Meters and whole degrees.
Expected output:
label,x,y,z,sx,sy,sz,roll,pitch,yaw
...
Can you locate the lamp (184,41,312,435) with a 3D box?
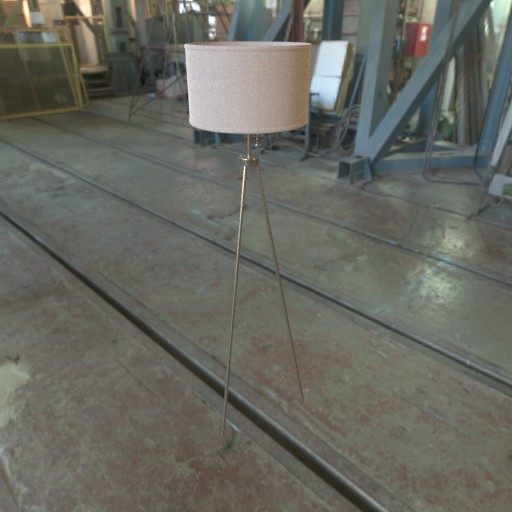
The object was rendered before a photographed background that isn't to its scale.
label,x,y,z,sx,sy,sz,roll,pitch,yaw
lamp,0.000,0.000,1.786,0.460,1.545,0.449,0,27,0
